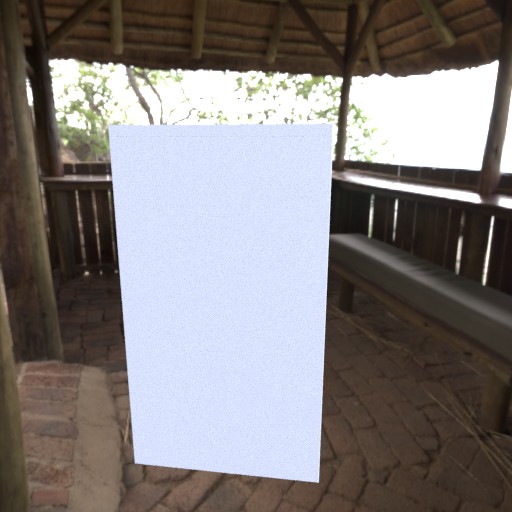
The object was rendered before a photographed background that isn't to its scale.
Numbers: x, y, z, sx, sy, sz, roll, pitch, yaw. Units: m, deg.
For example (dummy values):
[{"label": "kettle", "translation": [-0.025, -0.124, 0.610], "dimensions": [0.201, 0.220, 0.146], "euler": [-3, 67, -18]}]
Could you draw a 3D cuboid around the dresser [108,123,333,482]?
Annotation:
[{"label": "dresser", "translation": [0.000, 0.000, 1.513], "dimensions": [0.460, 0.820, 1.100], "euler": [2, 14, 8]}]
